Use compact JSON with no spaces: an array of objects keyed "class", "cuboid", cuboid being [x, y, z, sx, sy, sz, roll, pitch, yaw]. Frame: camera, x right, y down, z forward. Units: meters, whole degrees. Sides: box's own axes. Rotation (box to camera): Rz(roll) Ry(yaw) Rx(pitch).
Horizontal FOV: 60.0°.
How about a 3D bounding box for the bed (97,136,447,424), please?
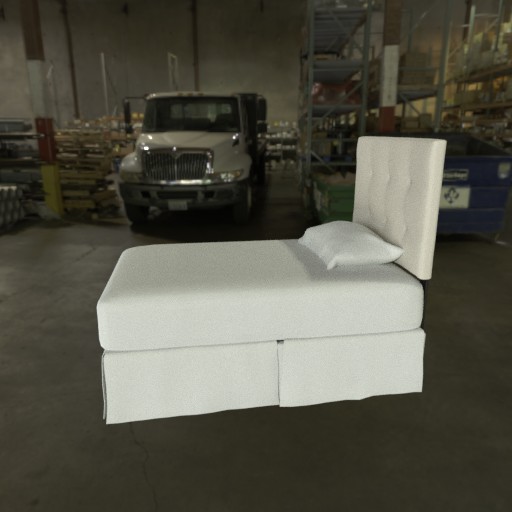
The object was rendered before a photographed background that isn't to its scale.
[{"class":"bed","cuboid":[0.000,0.000,3.044,1.997,1.571,1.261,-2,16,-9]}]
